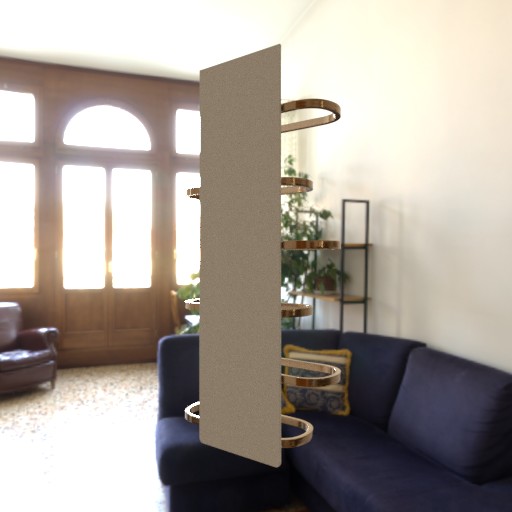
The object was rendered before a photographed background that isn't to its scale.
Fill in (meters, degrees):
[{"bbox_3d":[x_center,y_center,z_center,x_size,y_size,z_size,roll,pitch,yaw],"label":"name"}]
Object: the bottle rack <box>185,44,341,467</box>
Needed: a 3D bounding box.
[{"bbox_3d":[0.000,0.000,0.840,0.332,0.709,0.118,0,0,36],"label":"bottle rack"}]
